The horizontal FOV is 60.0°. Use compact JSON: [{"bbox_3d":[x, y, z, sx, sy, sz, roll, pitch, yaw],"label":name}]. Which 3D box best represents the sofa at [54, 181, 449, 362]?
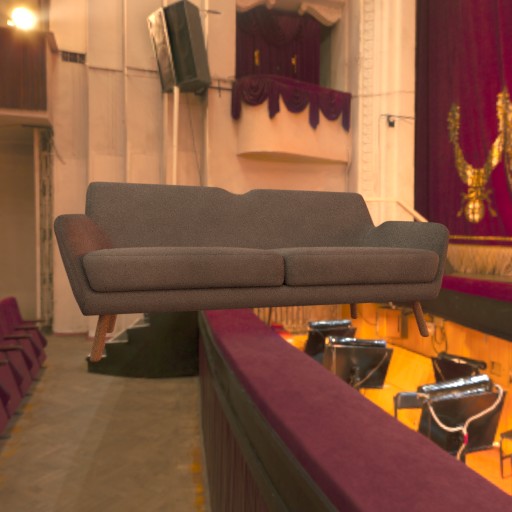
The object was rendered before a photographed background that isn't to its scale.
[{"bbox_3d":[0.000,0.000,2.328,1.870,0.810,0.850,0,1,-18],"label":"sofa"}]
